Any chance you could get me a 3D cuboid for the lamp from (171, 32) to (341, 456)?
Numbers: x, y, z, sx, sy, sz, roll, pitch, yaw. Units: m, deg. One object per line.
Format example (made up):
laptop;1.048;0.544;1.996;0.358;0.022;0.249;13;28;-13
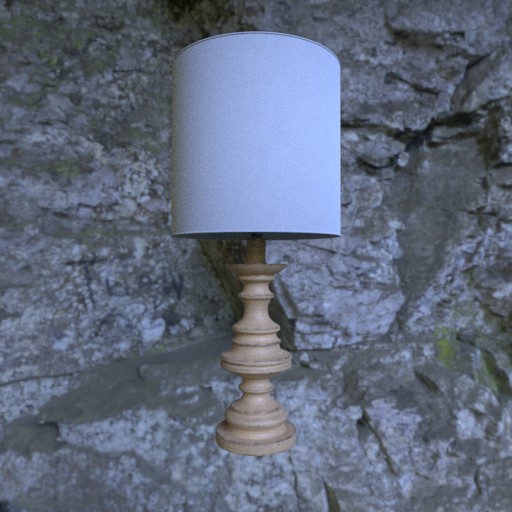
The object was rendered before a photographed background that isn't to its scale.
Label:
lamp;0.000;0.000;0.554;0.208;0.455;0.208;0;0;1
